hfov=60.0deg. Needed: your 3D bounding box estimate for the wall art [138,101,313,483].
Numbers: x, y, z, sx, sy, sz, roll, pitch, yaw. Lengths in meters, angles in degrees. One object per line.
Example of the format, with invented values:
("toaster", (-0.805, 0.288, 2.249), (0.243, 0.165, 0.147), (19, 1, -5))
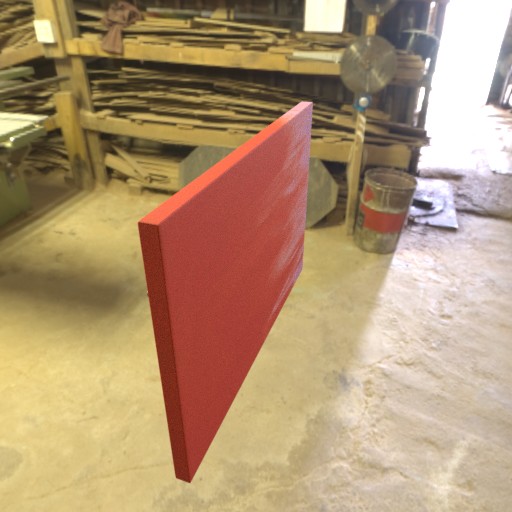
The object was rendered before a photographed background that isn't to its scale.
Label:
("wall art", (0.000, 0.000, 1.157), (0.040, 0.609, 0.913), (11, 32, 17))
